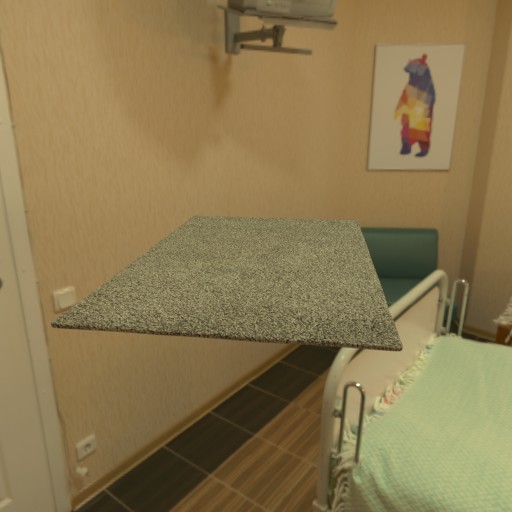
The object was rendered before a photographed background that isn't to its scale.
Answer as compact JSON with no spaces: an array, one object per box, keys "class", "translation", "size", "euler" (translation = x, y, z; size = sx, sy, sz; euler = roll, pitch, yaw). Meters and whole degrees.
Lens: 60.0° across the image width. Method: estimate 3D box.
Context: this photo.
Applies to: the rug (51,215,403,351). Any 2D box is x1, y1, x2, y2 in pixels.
[{"class":"rug","translation":[0.000,0.000,3.477],"size":[1.778,0.030,2.743],"euler":[2,17,8]}]
